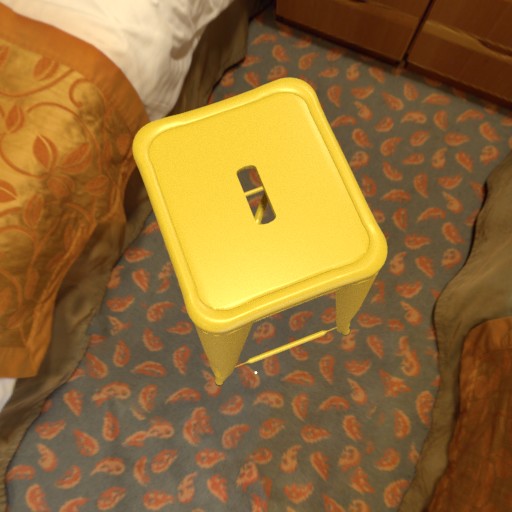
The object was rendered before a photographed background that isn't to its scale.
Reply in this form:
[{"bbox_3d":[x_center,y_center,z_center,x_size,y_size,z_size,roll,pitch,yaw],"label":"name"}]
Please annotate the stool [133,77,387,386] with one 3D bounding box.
[{"bbox_3d":[0.000,0.000,0.845,0.359,0.609,0.399,-21,76,-5],"label":"stool"}]
